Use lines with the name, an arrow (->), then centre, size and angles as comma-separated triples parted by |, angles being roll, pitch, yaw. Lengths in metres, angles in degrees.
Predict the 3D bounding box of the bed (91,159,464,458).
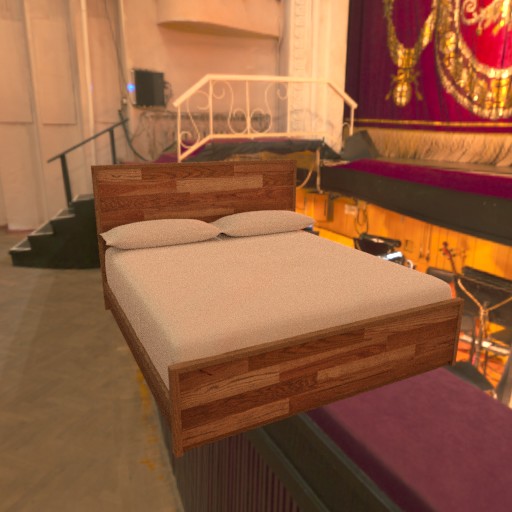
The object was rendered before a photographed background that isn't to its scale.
bed -> 0.000, 0.000, 3.412 | 2.013, 1.295, 2.184 | -8, 17, -26
